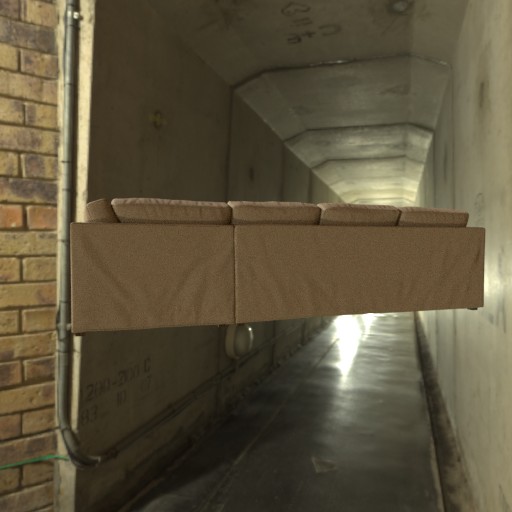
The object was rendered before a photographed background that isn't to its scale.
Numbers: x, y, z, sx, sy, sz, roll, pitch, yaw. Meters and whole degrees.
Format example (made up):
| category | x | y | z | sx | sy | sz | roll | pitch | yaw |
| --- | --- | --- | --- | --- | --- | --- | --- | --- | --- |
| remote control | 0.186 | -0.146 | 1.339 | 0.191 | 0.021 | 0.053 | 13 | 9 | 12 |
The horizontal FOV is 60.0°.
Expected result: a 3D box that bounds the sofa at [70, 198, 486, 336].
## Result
| category | x | y | z | sx | sy | sz | roll | pitch | yaw |
| --- | --- | --- | --- | --- | --- | --- | --- | --- | --- |
| sofa | 0.000 | 0.000 | 4.271 | 3.182 | 0.871 | 2.432 | -1 | 2 | -19 |
